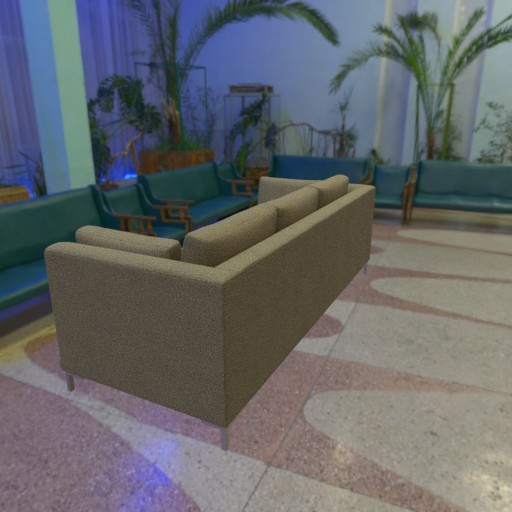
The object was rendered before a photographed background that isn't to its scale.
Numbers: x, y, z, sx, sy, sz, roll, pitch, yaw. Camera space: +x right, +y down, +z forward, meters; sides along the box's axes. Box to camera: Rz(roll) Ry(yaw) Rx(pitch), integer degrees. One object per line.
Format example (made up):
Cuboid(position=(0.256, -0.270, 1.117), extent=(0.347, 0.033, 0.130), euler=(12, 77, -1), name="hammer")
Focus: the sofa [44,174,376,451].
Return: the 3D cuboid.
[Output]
Cuboid(position=(0.000, 0.000, 2.905), extent=(0.969, 0.867, 2.415), euler=(9, 20, 26), name="sofa")
